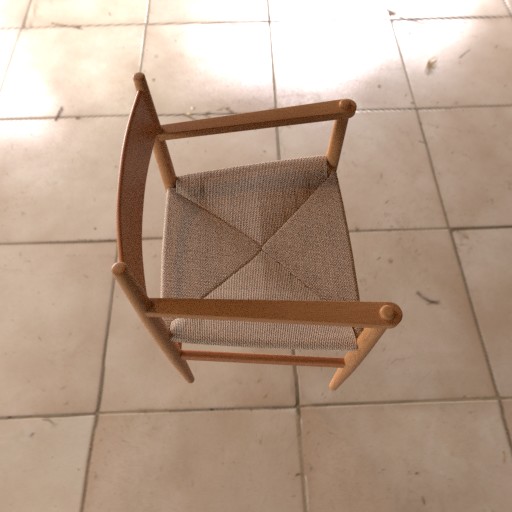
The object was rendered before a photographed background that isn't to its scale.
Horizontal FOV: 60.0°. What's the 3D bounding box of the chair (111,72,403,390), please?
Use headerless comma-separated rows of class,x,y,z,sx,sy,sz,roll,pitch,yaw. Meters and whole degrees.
chair,0.000,0.000,1.115,0.495,0.762,0.556,-3,62,-1
